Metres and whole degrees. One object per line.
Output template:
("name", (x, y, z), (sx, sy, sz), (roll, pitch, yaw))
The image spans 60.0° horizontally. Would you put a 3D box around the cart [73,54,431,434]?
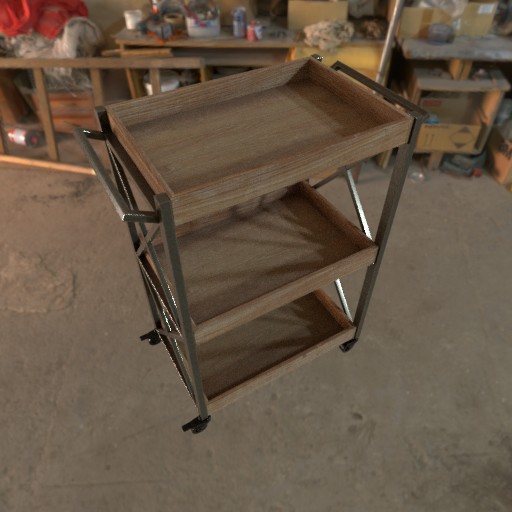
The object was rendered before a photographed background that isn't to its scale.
("cart", (0.000, 0.000, 1.195), (0.673, 0.835, 0.377), (-22, 50, -21))
